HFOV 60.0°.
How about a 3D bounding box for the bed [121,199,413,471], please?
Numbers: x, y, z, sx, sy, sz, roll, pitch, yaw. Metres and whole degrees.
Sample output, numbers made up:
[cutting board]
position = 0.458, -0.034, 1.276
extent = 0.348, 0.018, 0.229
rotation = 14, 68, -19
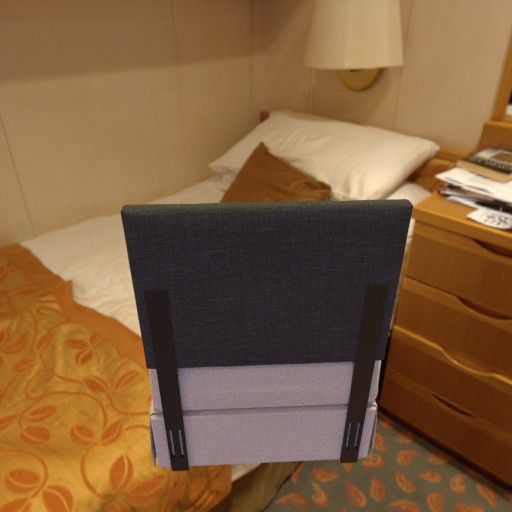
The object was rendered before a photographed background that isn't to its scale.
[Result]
[bed]
position = 0.000, 0.000, 2.928
extent = 1.261, 1.571, 1.997
rotation = -1, 30, -3
